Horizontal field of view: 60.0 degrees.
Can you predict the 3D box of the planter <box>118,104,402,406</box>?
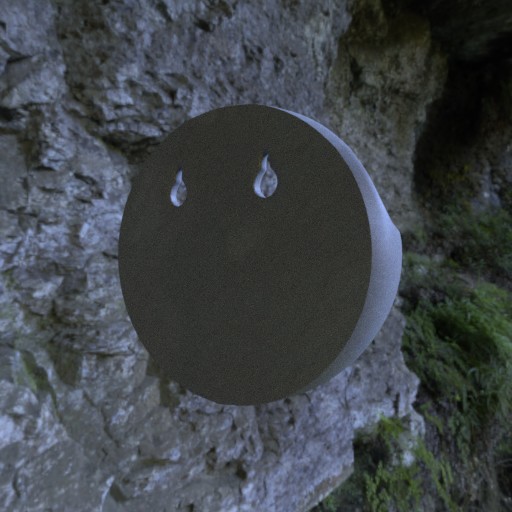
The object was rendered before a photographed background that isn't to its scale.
[{"bbox_3d":[0.000,0.000,0.274,0.190,0.164,0.073,0,-1,36],"label":"planter"}]
